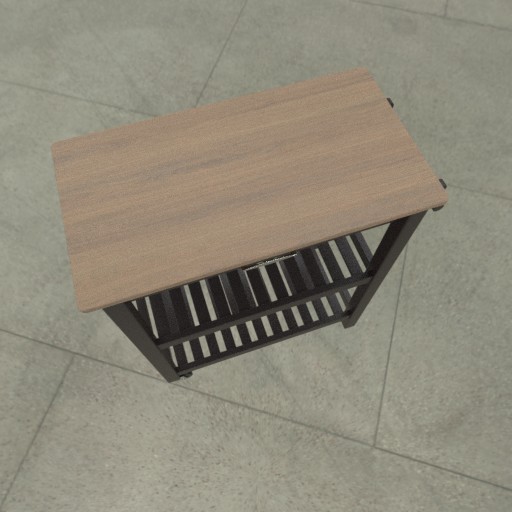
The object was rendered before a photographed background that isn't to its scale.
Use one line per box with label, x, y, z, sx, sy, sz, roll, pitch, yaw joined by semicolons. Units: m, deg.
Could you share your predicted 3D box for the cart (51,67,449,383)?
cart;0.000;0.000;1.454;0.899;0.927;0.457;-17;64;-8
